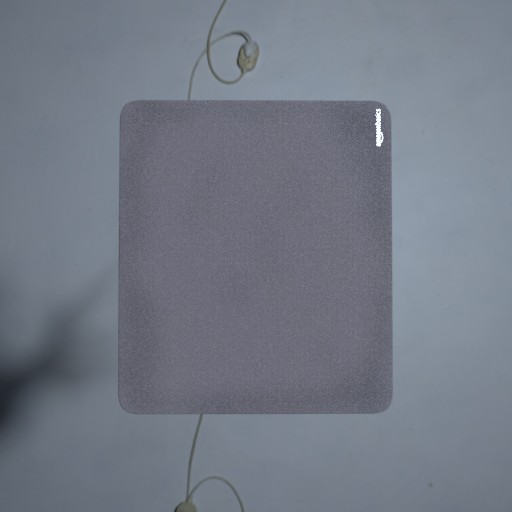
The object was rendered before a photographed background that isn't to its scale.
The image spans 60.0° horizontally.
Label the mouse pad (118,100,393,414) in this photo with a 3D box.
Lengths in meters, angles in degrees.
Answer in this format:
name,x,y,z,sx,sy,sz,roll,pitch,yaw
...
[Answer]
name,x,y,z,sx,sy,sz,roll,pitch,yaw
mouse pad,0.000,0.000,0.638,0.393,0.002,0.451,0,89,0
